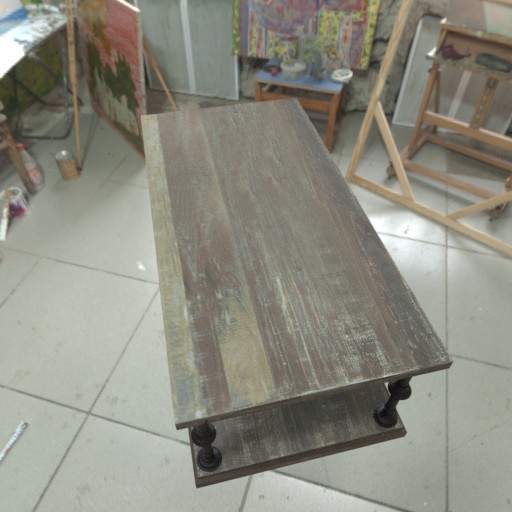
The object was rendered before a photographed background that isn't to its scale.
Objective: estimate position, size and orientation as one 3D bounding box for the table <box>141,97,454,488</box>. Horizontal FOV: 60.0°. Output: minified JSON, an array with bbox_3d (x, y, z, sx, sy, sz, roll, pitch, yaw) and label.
[{"bbox_3d":[0.000,0.000,1.343,0.554,0.399,1.088,-10,48,-9],"label":"table"}]
